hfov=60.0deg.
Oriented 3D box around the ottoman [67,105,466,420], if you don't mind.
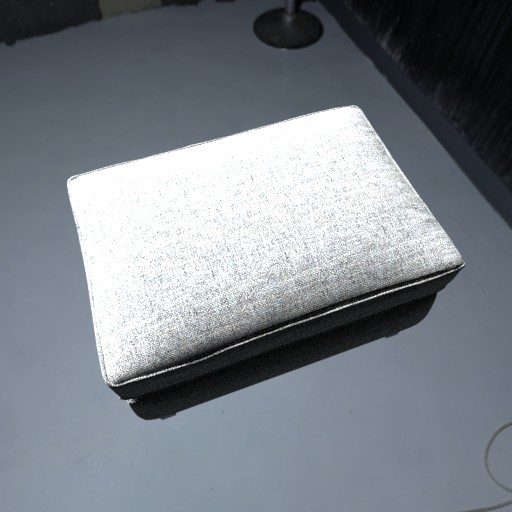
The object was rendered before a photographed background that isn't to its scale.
[{"bbox_3d":[0.000,0.000,0.989,0.686,0.406,0.508,-17,61,-10],"label":"ottoman"}]
